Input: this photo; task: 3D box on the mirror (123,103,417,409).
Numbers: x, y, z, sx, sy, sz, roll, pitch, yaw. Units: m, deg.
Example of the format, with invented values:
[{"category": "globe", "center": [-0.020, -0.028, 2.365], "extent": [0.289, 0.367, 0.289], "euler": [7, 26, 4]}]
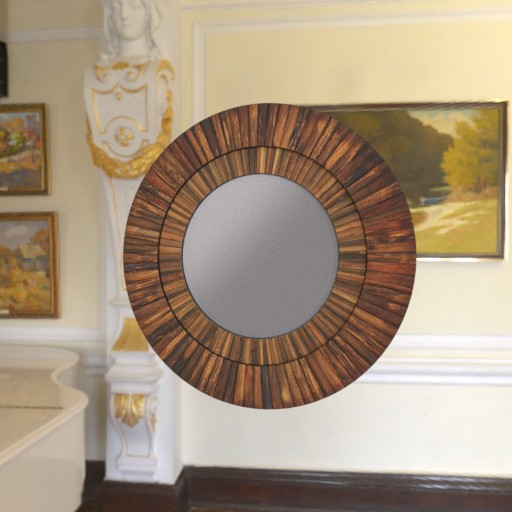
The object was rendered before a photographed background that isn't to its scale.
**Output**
[{"category": "mirror", "center": [0.000, 0.000, 1.583], "extent": [1.077, 1.077, 0.036], "euler": [0, 0, 18]}]
